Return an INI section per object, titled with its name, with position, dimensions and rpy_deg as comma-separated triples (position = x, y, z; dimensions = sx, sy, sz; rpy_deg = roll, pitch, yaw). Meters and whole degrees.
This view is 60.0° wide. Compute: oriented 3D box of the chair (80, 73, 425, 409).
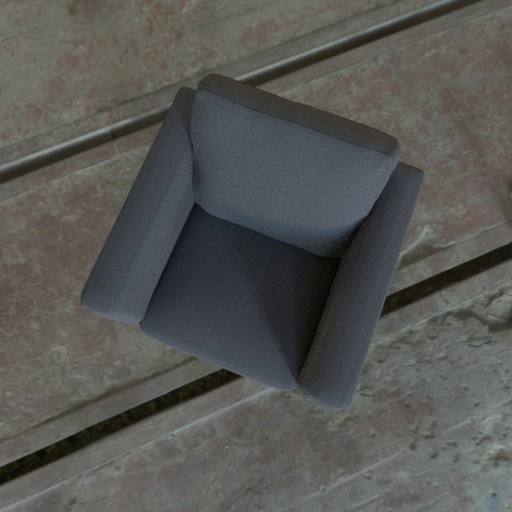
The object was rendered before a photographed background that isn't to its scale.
[chair]
position = 0.000, 0.000, 1.562
dimensions = 0.854, 0.927, 0.800
rpy_deg = 21, 78, 5
